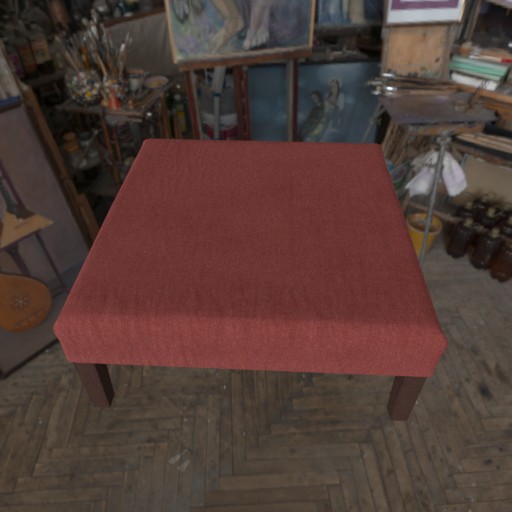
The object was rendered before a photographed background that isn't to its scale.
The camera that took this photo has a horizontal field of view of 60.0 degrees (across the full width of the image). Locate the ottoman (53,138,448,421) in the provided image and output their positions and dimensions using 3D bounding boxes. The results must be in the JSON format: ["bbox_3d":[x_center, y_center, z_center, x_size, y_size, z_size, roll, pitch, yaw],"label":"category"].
[{"bbox_3d":[0.000,0.000,1.417,0.889,0.411,0.890,2,42,2],"label":"ottoman"}]
